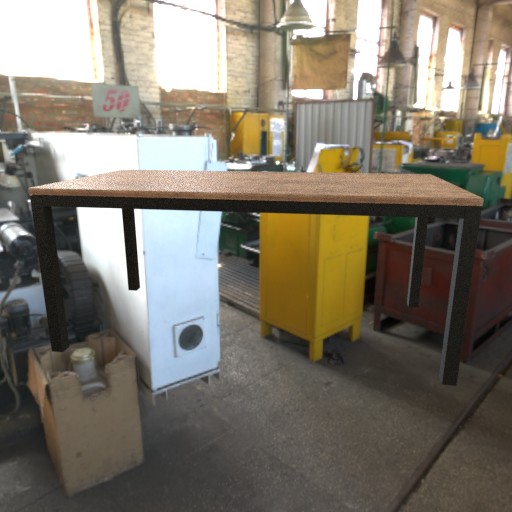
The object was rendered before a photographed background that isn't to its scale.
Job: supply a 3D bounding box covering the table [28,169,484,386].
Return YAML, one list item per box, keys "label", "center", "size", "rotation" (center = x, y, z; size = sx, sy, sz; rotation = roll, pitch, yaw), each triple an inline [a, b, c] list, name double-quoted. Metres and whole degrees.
- label: "table"
  center: [0.000, 0.000, 2.262]
  size: [1.805, 0.767, 0.893]
  rotation: [3, 16, 9]
